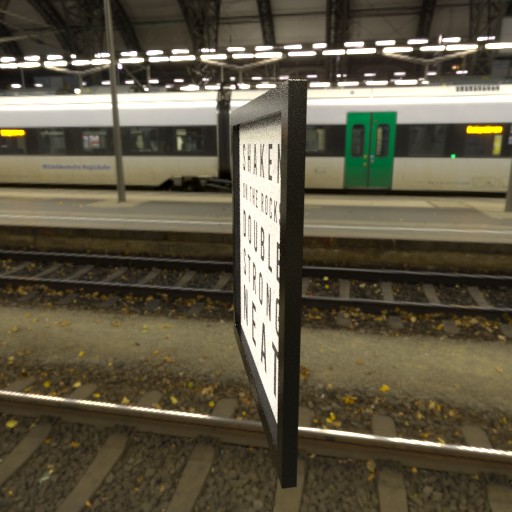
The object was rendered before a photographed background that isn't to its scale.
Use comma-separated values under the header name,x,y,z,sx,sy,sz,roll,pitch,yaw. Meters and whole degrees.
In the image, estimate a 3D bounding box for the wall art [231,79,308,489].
name,x,y,z,sx,sy,sz,roll,pitch,yaw
wall art,0.000,0.000,0.528,0.014,0.349,0.349,-2,14,-10
